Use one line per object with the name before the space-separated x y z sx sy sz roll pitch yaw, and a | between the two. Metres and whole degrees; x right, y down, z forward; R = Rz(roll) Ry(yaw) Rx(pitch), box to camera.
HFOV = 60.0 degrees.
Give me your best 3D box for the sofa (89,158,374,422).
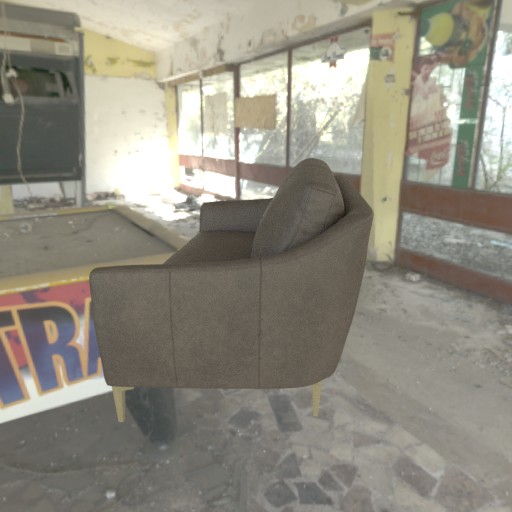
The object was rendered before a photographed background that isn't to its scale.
sofa | 0.000 0.000 2.215 0.960 0.902 1.619 2 16 7
